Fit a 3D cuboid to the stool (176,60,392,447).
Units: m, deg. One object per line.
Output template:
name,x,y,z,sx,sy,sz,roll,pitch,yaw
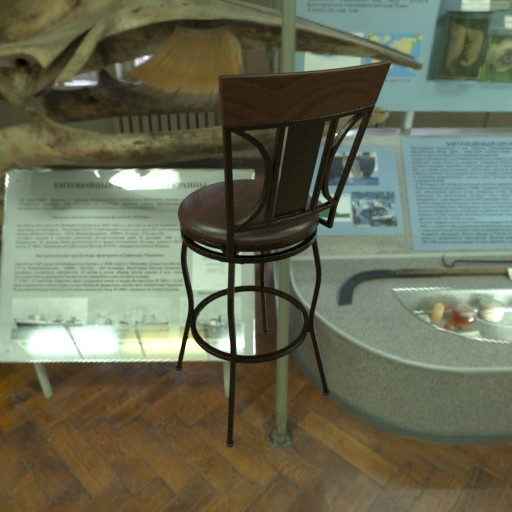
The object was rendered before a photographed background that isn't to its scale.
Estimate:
stool,0.000,0.000,1.373,0.448,1.130,0.513,-18,34,-28
